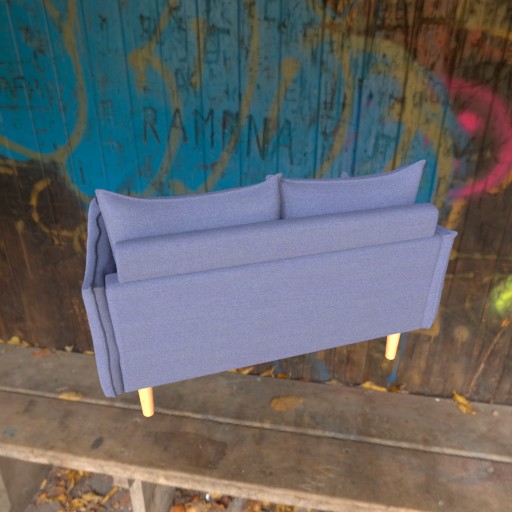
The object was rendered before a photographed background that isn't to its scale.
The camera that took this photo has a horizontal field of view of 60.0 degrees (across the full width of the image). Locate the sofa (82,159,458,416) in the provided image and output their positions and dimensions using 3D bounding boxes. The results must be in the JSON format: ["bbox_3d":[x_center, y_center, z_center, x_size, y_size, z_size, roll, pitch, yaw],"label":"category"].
[{"bbox_3d":[0.000,0.000,1.845,1.300,0.840,0.820,-8,28,-16],"label":"sofa"}]
